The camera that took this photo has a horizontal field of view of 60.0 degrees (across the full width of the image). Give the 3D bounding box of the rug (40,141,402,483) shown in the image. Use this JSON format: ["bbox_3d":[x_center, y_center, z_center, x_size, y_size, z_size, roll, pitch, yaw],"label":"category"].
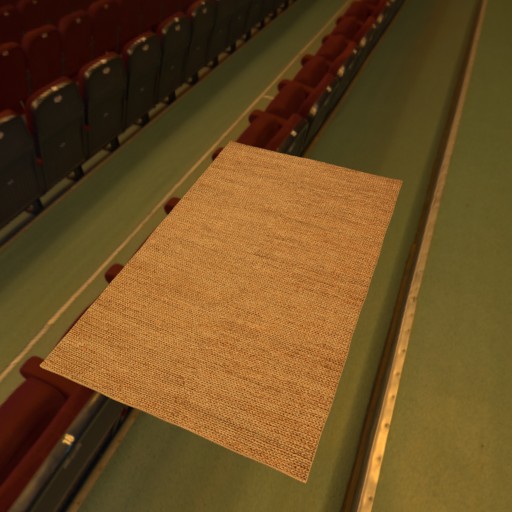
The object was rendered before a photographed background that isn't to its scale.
[{"bbox_3d":[0.000,0.000,2.972,1.521,0.034,2.438,17,49,16],"label":"rug"}]
